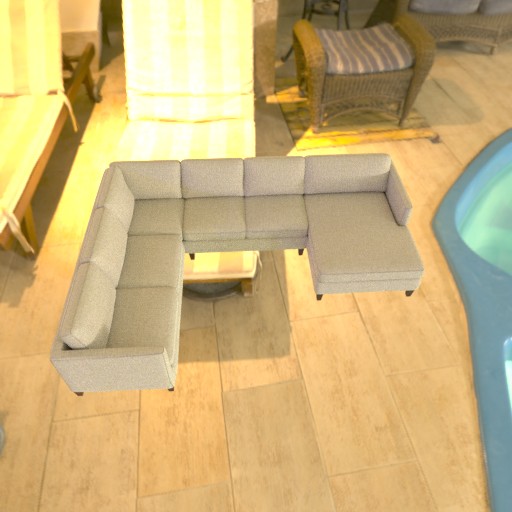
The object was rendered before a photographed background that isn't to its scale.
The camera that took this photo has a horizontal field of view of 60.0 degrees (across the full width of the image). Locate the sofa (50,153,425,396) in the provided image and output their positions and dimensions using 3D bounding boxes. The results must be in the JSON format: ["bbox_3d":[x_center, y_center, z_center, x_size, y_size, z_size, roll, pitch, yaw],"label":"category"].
[{"bbox_3d":[0.000,0.000,4.535,3.403,0.889,2.551,-2,47,-2],"label":"sofa"}]
